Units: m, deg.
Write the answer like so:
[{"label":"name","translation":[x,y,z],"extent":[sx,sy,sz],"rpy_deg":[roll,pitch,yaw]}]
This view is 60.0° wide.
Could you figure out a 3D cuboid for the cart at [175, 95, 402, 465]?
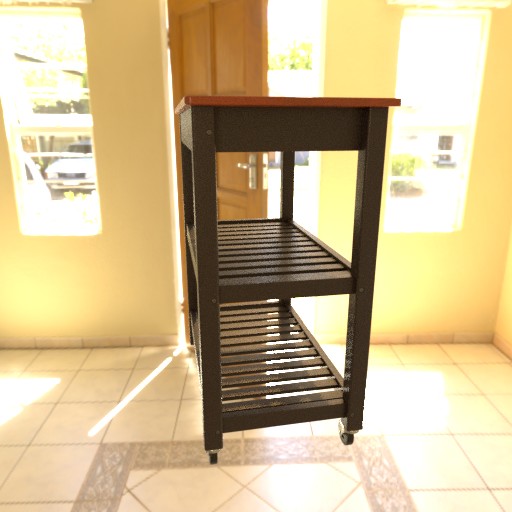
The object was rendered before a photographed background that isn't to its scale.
[{"label":"cart","translation":[0.000,0.000,1.443],"extent":[0.457,0.927,0.899],"rpy_deg":[-3,17,-11]}]
